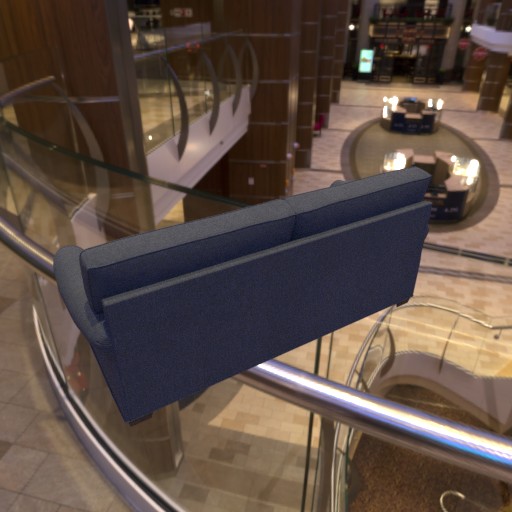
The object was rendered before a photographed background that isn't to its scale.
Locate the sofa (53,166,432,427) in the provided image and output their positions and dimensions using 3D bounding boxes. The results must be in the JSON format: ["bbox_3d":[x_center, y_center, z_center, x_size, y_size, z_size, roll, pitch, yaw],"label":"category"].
[{"bbox_3d":[0.000,0.000,2.932,2.391,1.026,0.954,-17,34,-27],"label":"sofa"}]
